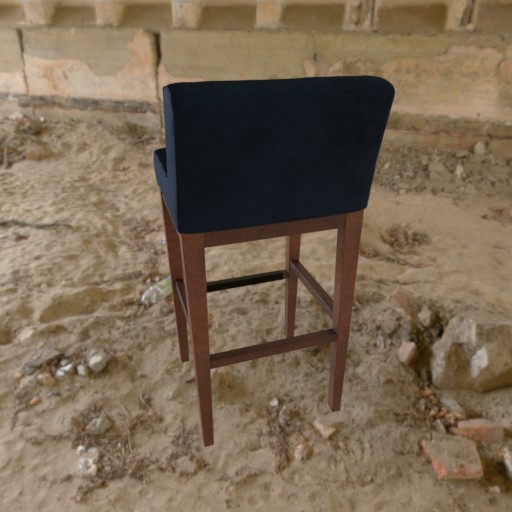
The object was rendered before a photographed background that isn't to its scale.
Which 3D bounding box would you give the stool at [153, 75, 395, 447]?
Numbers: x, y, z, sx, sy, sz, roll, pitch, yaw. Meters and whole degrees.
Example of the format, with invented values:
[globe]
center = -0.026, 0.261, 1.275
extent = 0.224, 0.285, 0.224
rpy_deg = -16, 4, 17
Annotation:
[stool]
center = 0.000, 0.000, 1.337
extent = 0.511, 1.037, 0.500
rpy_deg = -9, 29, -16
